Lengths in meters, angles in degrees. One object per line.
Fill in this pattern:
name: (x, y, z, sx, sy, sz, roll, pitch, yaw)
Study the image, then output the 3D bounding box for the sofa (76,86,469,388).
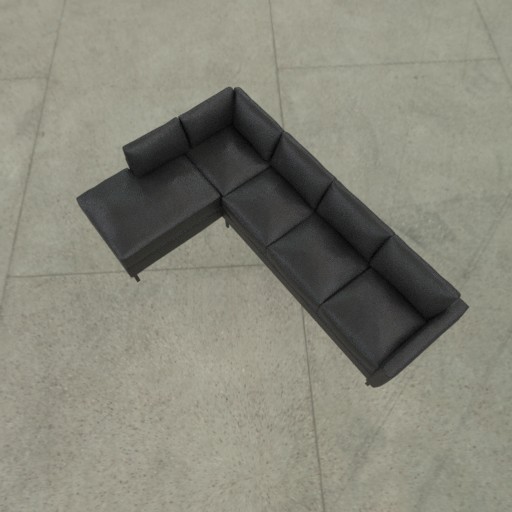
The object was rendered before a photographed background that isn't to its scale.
sofa: (0.000, 0.000, 3.904, 1.938, 0.877, 2.984, -36, 69, -16)
